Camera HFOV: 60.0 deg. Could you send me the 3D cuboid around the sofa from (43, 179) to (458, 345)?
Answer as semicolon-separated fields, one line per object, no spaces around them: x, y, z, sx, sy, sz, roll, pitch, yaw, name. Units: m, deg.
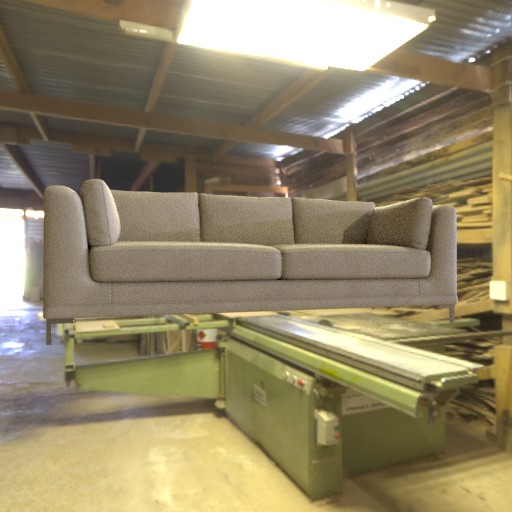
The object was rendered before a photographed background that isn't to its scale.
0.000;0.000;2.902;2.415;0.867;0.969;0;-1;-18;sofa
